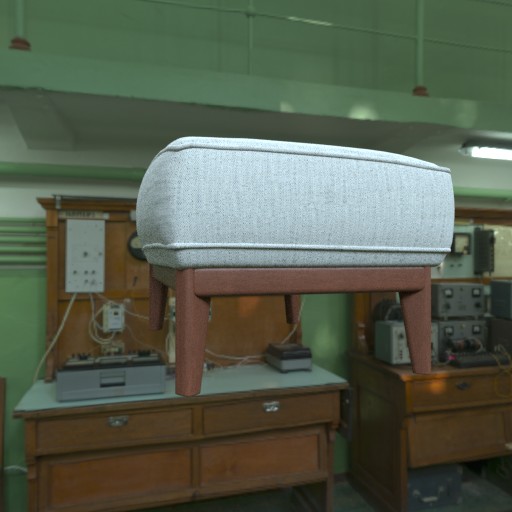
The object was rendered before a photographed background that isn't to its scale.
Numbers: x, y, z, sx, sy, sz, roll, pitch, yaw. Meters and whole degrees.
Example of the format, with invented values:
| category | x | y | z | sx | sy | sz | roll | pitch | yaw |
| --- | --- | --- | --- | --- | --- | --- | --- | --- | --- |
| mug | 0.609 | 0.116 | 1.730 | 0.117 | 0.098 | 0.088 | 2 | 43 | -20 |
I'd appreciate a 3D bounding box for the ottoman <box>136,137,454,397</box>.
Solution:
| category | x | y | z | sx | sy | sz | roll | pitch | yaw |
| --- | --- | --- | --- | --- | --- | --- | --- | --- | --- |
| ottoman | 0.000 | 0.000 | 1.145 | 0.594 | 0.465 | 0.794 | 0 | 0 | -17 |
